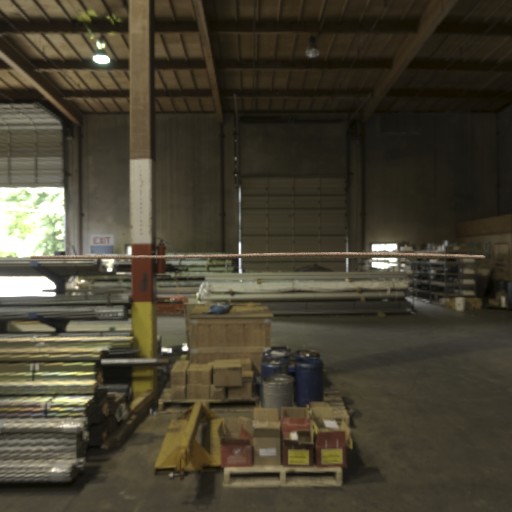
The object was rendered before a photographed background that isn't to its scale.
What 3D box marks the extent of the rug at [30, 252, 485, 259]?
[{"bbox_3d":[0.000,0.000,4.164,3.052,0.043,2.453,0,0,-1],"label":"rug"}]
